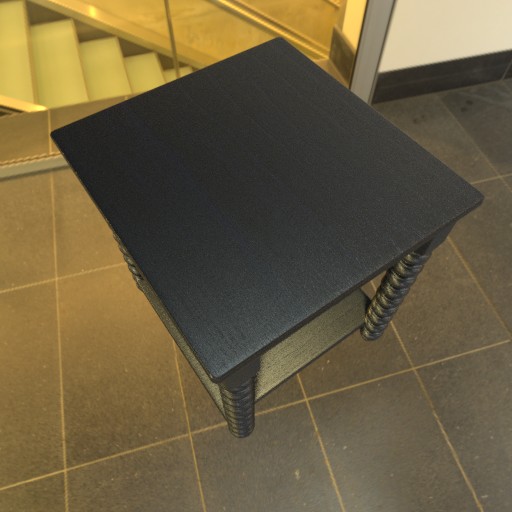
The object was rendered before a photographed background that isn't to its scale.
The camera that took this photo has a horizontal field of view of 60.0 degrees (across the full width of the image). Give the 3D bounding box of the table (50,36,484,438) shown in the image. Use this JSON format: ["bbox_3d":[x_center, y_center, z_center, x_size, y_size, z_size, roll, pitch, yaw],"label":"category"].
[{"bbox_3d":[0.000,0.000,0.960,0.500,0.567,0.533,-31,62,-18],"label":"table"}]
